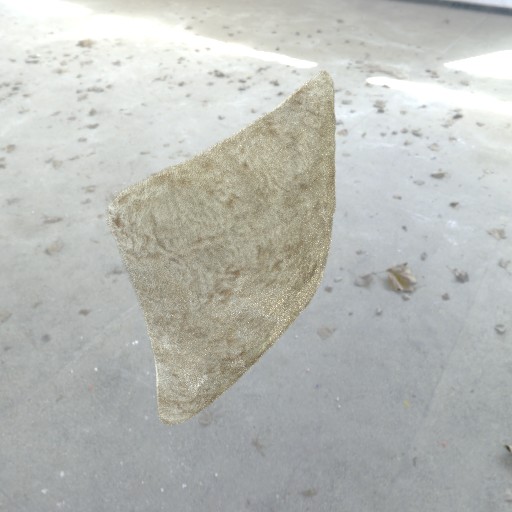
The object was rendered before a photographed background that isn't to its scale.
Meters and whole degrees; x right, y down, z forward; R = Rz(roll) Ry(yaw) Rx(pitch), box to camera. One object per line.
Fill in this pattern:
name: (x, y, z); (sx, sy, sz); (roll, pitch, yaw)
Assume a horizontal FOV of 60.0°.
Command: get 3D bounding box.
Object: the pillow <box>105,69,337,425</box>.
pillow: (0.000, 0.000, 0.817); (0.216, 0.525, 0.538); (25, 47, 26)
